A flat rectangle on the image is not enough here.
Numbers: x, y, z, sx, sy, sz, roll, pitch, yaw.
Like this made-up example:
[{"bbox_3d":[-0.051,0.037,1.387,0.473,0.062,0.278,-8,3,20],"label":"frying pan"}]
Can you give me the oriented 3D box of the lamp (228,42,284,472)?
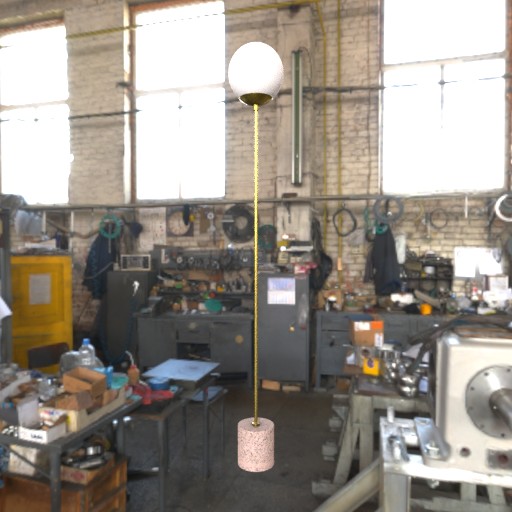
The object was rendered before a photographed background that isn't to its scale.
[{"bbox_3d":[0.000,0.000,1.853,0.229,1.748,0.229,0,1,-18],"label":"lamp"}]
